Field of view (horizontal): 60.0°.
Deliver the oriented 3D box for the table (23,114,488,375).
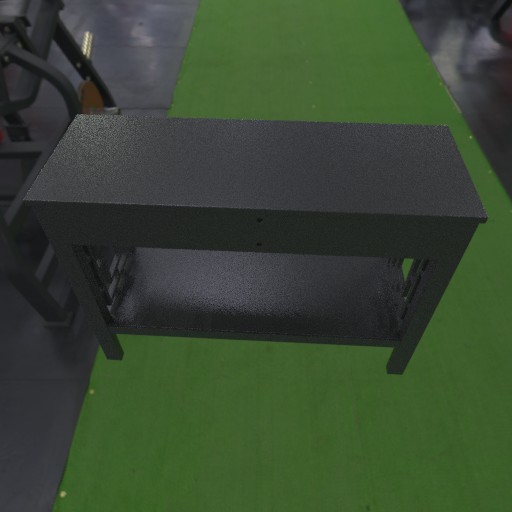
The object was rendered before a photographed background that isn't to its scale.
[{"bbox_3d":[0.000,0.000,1.425,1.068,0.753,0.397,2,48,2],"label":"table"}]
